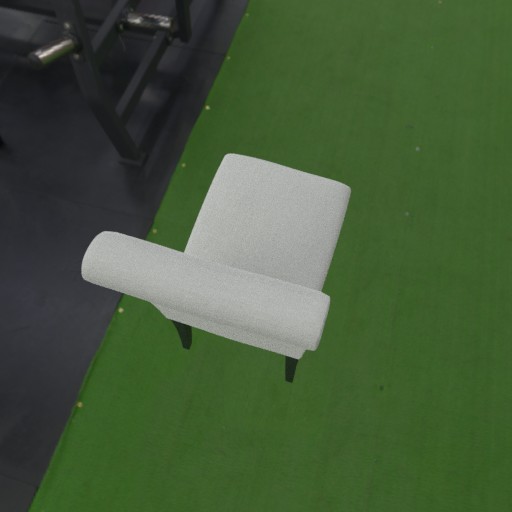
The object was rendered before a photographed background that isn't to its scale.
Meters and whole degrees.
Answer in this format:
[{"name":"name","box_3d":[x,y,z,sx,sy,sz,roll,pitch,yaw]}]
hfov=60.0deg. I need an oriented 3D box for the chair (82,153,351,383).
[{"name":"chair","box_3d":[0.000,0.000,1.331,0.452,0.976,0.708,16,65,8]}]
